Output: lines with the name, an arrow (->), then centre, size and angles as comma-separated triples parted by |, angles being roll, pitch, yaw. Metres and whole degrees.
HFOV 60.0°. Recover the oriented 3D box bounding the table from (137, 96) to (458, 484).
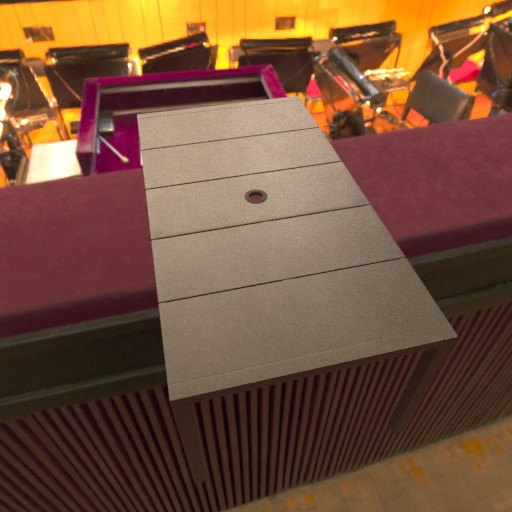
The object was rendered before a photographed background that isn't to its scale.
table -> 0.000, 0.000, 2.157 | 0.914, 0.735, 1.680 | -10, 47, -9
